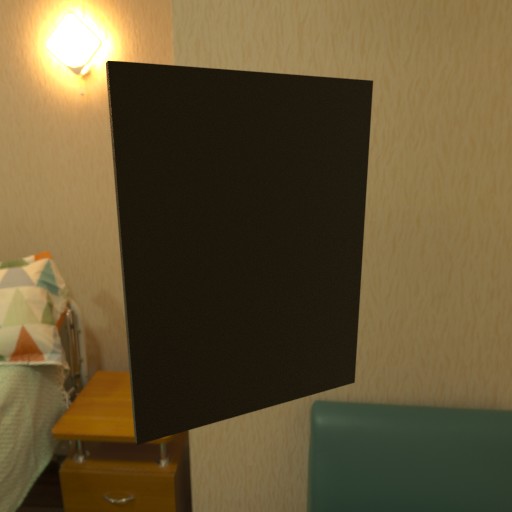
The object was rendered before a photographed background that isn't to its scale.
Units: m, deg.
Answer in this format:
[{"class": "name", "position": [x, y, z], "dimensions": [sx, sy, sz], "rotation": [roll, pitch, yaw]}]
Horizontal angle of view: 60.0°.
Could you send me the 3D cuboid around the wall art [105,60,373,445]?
[{"class": "wall art", "position": [0.000, 0.000, 1.376], "dimensions": [0.806, 1.062, 0.038], "rotation": [-7, 16, -25]}]
